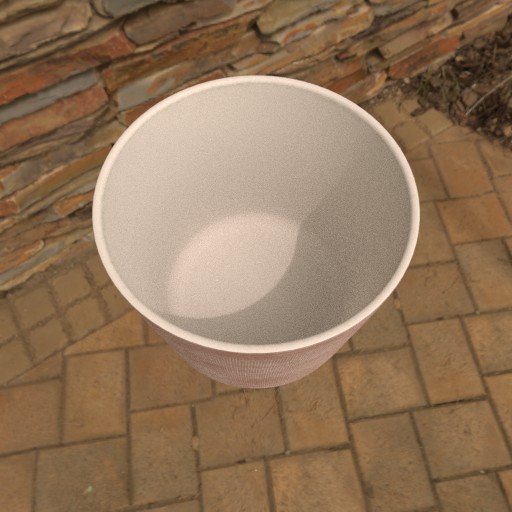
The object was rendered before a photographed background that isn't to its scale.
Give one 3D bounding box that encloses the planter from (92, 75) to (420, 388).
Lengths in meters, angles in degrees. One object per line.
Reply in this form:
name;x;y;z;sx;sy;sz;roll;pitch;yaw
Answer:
planter;0.000;0.000;0.779;0.440;0.398;0.440;0;64;0
